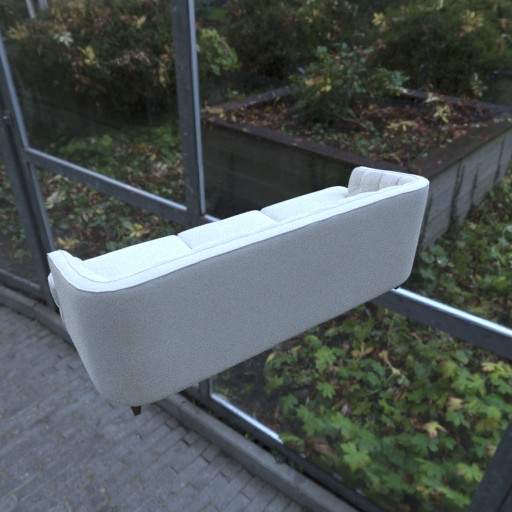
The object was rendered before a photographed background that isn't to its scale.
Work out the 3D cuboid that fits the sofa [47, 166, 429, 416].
[{"bbox_3d":[0.000,0.000,2.749,2.278,0.855,0.941,-20,37,-28],"label":"sofa"}]
